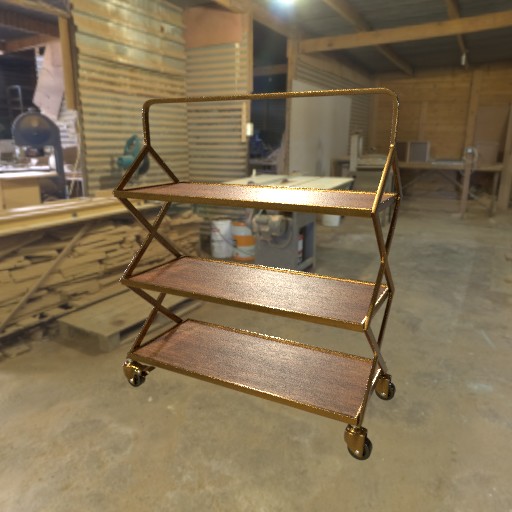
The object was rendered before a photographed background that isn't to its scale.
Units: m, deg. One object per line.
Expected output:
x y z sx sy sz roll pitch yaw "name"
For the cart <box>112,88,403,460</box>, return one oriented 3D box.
0.000 0.000 1.170 0.723 0.805 0.313 8 17 27 "cart"
